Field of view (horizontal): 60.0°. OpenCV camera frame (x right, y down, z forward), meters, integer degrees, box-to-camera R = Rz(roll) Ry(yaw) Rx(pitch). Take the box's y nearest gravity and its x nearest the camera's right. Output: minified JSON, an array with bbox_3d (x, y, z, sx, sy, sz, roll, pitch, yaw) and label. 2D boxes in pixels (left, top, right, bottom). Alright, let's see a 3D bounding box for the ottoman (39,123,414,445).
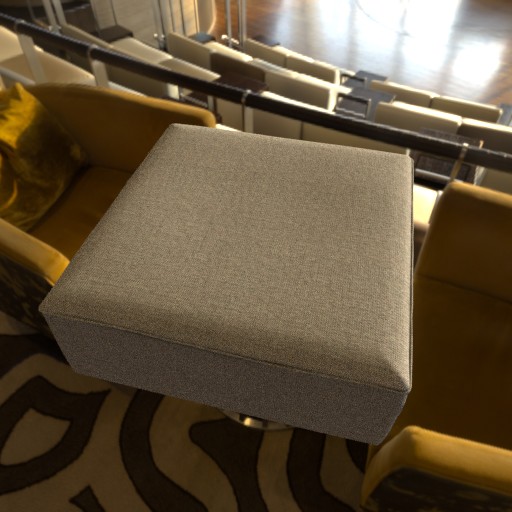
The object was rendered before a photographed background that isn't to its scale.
[{"bbox_3d":[0.000,0.000,1.580,1.023,0.423,1.017,11,48,10],"label":"ottoman"}]
